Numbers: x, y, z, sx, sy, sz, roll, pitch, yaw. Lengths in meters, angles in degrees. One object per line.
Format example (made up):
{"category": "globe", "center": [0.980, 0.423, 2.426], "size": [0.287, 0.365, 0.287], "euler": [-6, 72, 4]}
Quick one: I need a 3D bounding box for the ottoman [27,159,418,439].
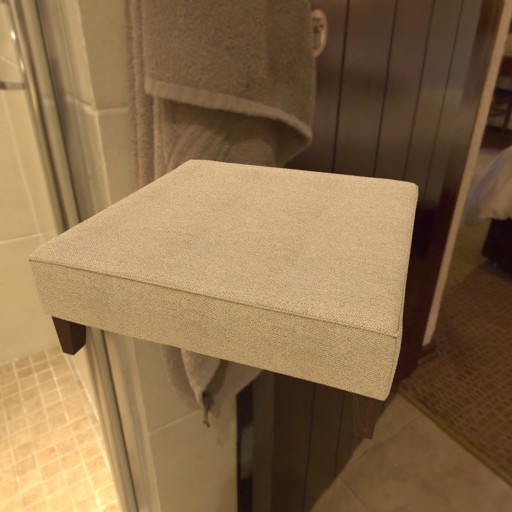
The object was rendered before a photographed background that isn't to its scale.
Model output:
{"category": "ottoman", "center": [0.000, 0.000, 1.510], "size": [0.982, 0.381, 0.973], "euler": [10, 30, 18]}
